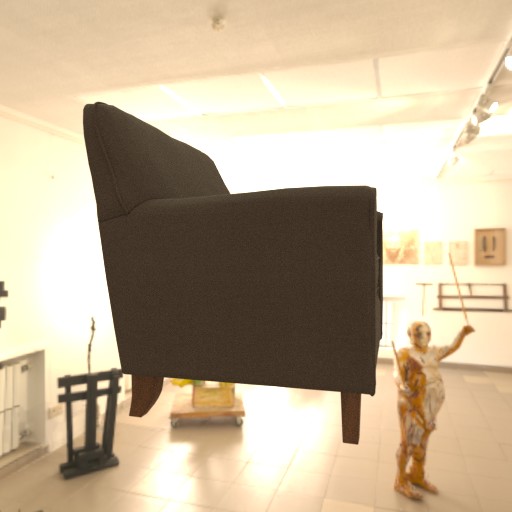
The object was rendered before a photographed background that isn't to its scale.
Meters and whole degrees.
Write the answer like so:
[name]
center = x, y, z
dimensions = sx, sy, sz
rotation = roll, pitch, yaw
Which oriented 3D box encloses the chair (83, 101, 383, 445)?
[chair]
center = 0.000, 0.000, 1.534
dimensions = 0.831, 0.911, 0.836
rotation = 0, 1, 17
